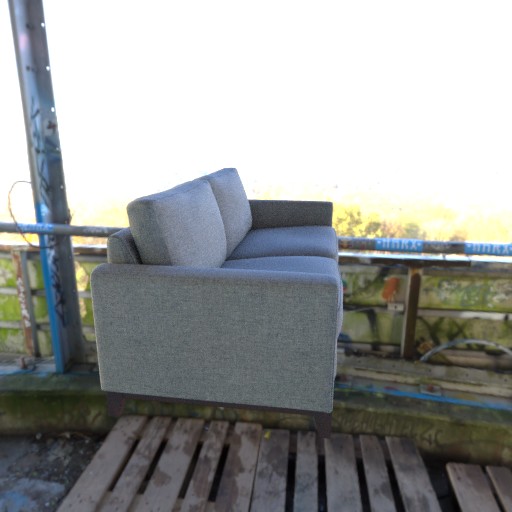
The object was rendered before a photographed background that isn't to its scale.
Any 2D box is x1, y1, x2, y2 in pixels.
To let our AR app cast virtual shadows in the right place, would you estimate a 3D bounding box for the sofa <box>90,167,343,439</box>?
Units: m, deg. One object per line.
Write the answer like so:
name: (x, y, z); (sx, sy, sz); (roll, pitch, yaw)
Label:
sofa: (0.000, 0.000, 2.565); (0.969, 0.892, 1.978); (2, 16, 9)
